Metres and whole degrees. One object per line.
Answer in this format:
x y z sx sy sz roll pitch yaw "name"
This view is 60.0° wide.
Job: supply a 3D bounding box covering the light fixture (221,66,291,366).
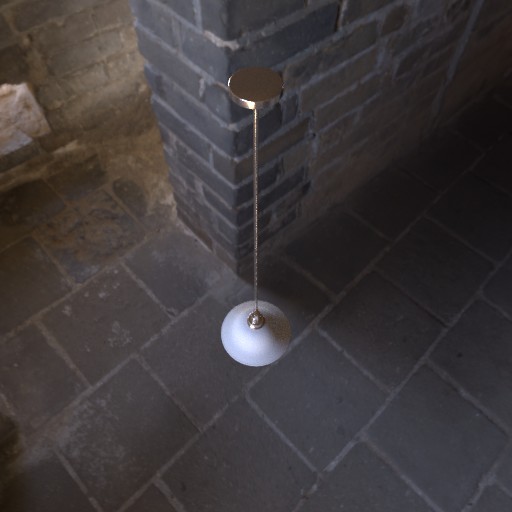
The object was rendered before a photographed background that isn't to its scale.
0.000 0.000 1.488 0.324 1.354 0.324 -1 58 -1 "light fixture"
